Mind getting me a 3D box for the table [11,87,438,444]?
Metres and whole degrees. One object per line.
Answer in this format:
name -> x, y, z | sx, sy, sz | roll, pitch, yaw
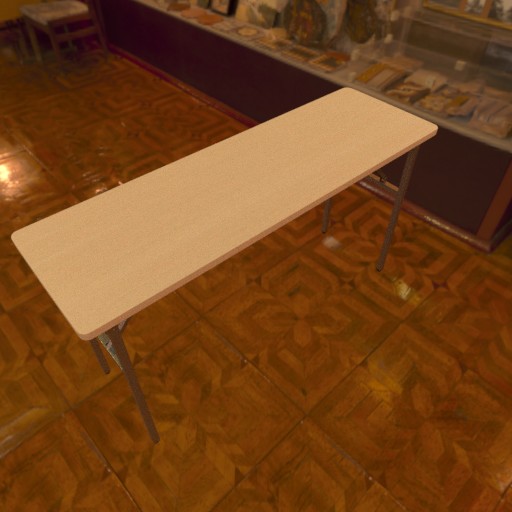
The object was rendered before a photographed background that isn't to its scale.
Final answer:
table -> 0.000, 0.000, 1.673 | 1.397, 0.750, 0.446 | -32, 53, -28
